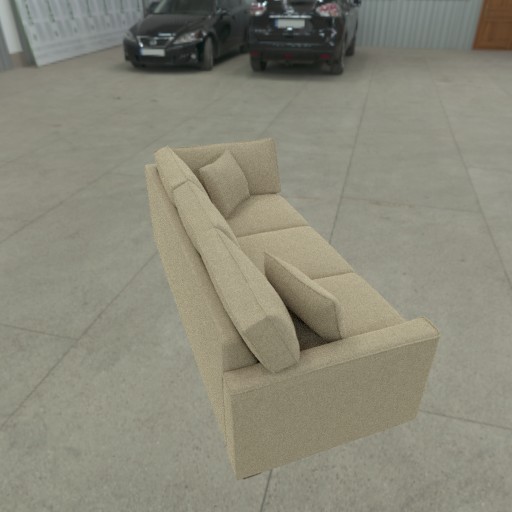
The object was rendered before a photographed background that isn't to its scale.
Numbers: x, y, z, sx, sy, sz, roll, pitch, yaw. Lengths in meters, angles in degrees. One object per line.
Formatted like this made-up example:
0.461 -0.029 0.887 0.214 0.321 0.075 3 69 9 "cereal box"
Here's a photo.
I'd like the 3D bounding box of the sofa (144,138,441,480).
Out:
0.000 0.000 2.863 1.061 0.962 2.317 -11 33 -17 "sofa"
